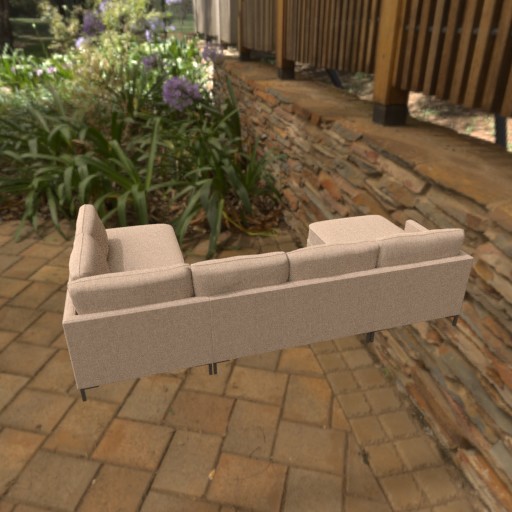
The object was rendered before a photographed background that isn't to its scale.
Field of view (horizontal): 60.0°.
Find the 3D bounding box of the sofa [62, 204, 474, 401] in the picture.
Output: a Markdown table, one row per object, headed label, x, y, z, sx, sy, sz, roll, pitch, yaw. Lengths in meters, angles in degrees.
| label | x | y | z | sx | sy | sz | roll | pitch | yaw |
| --- | --- | --- | --- | --- | --- | --- | --- | --- | --- |
| sofa | 0.000 | 0.000 | 4.379 | 3.423 | 0.996 | 2.021 | -8 | 28 | -15 |
